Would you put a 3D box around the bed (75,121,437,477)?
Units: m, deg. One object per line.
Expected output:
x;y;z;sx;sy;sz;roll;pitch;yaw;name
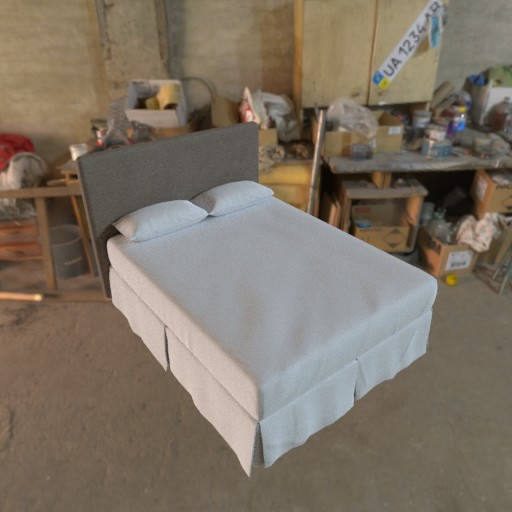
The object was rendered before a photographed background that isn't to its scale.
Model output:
0.000;0.000;3.277;1.723;1.330;2.142;-22;38;-32;bed
